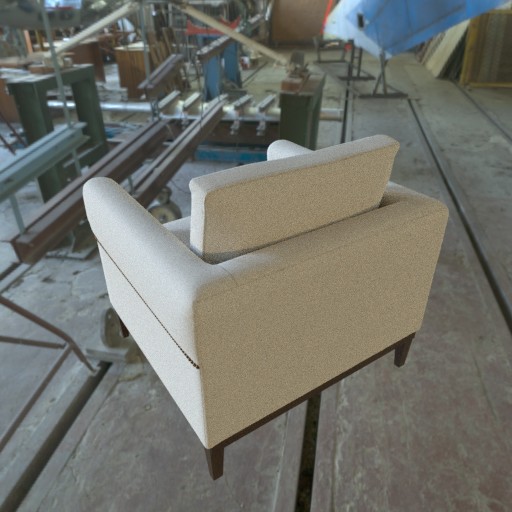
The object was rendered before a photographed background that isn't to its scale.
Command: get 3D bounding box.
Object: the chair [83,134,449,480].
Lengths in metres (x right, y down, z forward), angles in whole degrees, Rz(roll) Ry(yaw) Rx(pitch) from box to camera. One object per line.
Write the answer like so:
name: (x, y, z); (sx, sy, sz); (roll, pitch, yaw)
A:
chair: (0.000, 0.000, 1.661); (0.982, 0.915, 0.896); (-19, 36, -29)
